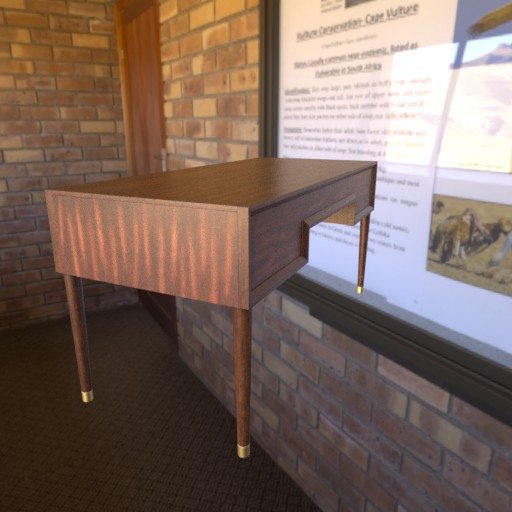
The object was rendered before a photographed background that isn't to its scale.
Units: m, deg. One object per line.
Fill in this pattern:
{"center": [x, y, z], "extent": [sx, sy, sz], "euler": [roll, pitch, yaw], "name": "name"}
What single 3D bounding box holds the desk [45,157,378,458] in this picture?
{"center": [0.000, 0.000, 2.019], "extent": [0.724, 0.762, 1.575], "euler": [8, 18, 25], "name": "desk"}
